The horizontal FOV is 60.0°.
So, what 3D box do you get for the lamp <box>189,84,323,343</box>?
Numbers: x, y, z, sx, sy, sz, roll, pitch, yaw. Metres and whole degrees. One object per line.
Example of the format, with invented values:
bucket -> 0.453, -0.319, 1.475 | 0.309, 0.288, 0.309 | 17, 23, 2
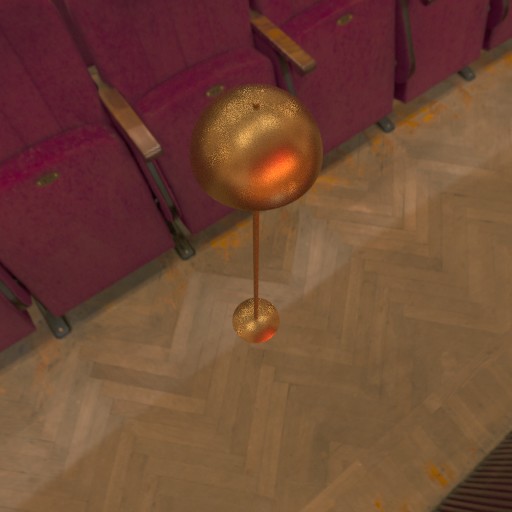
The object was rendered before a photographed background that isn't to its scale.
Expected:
lamp -> 0.000, 0.000, 1.606 | 0.328, 1.480, 0.328 | -33, 68, -15
